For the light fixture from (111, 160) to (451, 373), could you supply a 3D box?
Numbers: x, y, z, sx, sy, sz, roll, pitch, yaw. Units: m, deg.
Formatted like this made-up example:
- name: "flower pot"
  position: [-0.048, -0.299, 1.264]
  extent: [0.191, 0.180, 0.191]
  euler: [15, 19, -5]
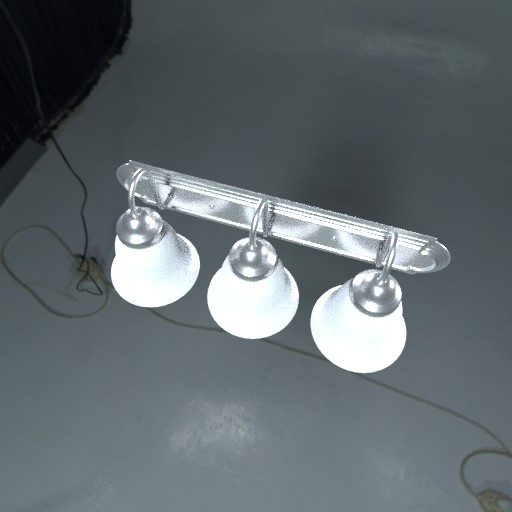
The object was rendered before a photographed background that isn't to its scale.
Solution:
- name: "light fixture"
  position: [0.000, 0.000, 0.714]
  extent: [0.610, 0.222, 0.199]
  euler: [15, 60, 9]
